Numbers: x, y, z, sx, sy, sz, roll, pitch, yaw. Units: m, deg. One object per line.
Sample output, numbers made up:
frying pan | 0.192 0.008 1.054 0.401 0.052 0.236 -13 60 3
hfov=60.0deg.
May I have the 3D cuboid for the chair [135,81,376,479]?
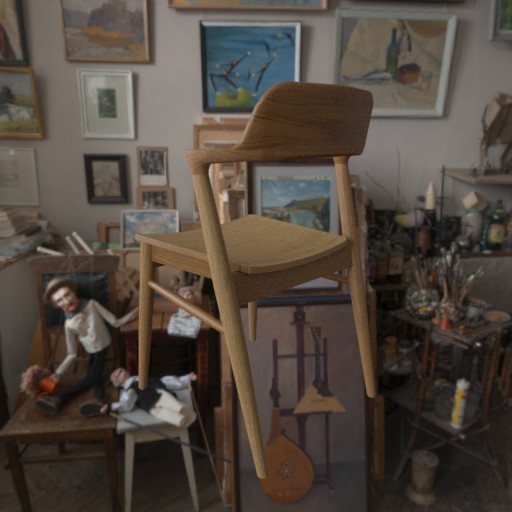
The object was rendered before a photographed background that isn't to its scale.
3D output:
chair | 0.000 0.000 1.143 0.512 0.792 0.499 -14 21 -42
